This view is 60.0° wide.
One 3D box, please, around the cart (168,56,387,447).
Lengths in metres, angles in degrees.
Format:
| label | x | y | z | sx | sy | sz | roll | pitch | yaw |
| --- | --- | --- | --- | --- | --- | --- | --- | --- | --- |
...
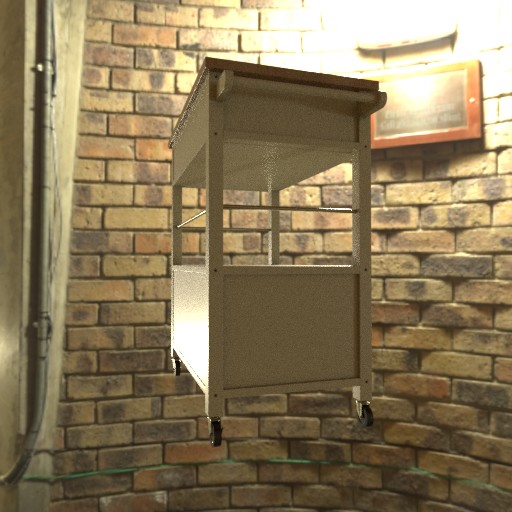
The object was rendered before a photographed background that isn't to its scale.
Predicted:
| label | x | y | z | sx | sy | sz | roll | pitch | yaw |
| --- | --- | --- | --- | --- | --- | --- | --- | --- | --- |
| cart | 0.000 | 0.000 | 1.402 | 0.459 | 0.901 | 0.840 | 0 | -1 | -18 |
